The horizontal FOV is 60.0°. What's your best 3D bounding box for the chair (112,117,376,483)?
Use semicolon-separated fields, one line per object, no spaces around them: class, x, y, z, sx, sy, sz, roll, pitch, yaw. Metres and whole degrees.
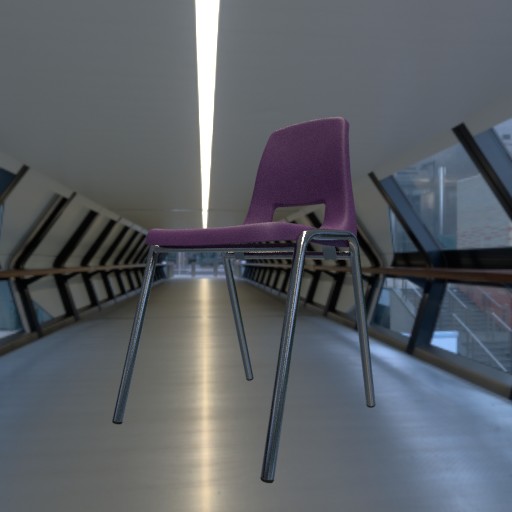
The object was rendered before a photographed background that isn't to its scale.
chair;0.000;0.000;0.913;0.381;0.654;0.432;0;0;38
